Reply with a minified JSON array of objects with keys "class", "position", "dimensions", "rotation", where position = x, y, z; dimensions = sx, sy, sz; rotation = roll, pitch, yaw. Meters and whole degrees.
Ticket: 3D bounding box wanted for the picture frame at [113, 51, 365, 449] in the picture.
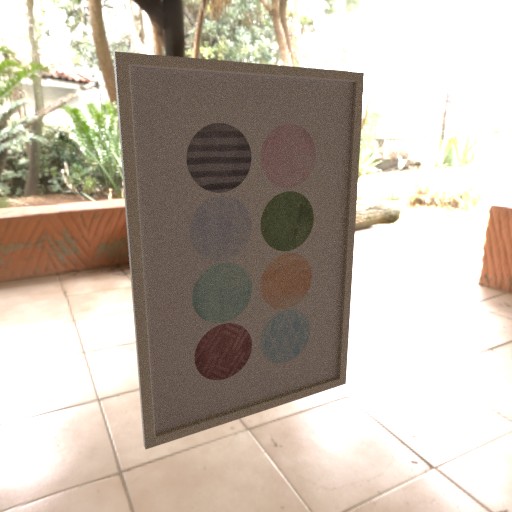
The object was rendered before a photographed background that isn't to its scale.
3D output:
[{"class":"picture frame","position":[0.000,0.000,0.818],"dimensions":[0.457,0.657,0.013],"rotation":[-8,17,-27]}]
